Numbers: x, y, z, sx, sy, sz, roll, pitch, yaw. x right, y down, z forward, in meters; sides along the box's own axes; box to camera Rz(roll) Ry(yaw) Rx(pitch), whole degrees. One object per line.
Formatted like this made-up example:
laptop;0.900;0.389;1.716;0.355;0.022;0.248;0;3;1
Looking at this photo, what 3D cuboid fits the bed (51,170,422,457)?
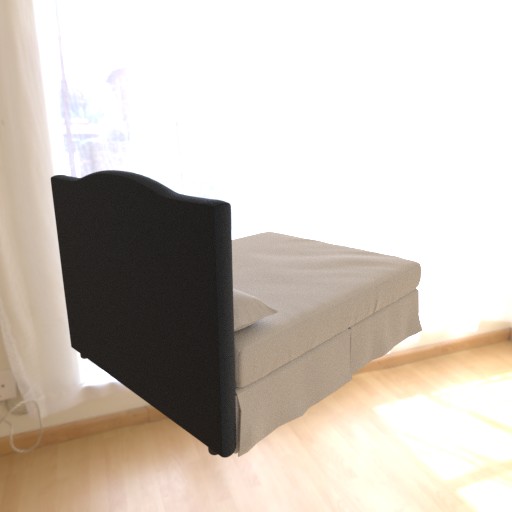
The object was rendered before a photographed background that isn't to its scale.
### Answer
bed;0.000;0.000;3.411;1.821;1.436;2.282;15;22;42
